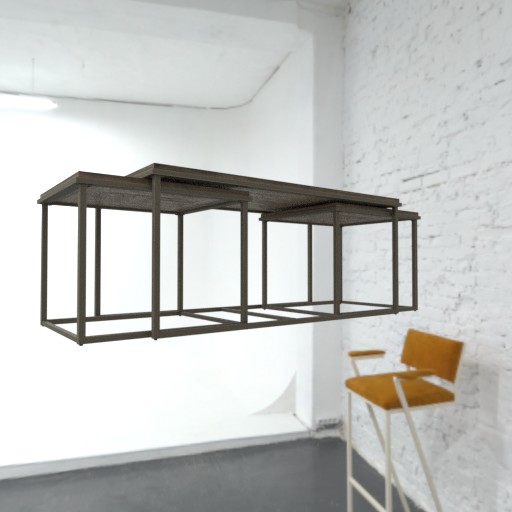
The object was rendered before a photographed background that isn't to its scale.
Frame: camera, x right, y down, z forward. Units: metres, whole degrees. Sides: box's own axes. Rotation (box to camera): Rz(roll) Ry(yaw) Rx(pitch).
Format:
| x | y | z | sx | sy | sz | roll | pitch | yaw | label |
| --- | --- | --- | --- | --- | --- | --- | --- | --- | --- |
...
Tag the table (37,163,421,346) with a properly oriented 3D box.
| x | y | z | sx | sy | sz | roll | pitch | yaw | label |
| --- | --- | --- | --- | --- | --- | --- | --- | --- | --- |
| 0.000 | 0.000 | 1.539 | 1.312 | 0.427 | 0.489 | 1 | -2 | -37 | table |
